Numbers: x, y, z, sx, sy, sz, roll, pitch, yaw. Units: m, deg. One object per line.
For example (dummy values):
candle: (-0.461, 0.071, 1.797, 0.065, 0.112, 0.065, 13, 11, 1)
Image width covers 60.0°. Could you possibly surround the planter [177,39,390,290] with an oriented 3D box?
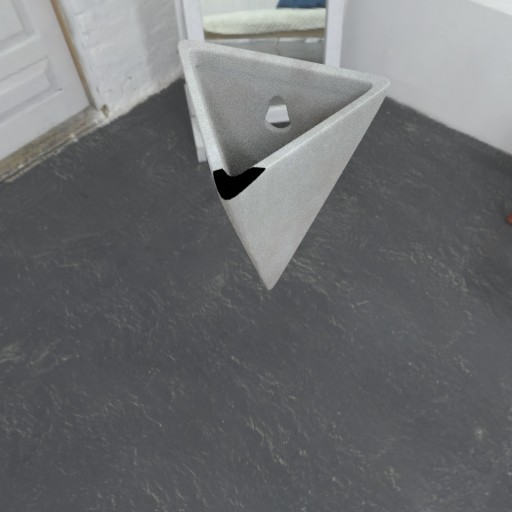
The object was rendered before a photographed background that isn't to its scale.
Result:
planter: (0.000, 0.000, 0.160, 0.058, 0.130, 0.047, 15, 59, 9)
